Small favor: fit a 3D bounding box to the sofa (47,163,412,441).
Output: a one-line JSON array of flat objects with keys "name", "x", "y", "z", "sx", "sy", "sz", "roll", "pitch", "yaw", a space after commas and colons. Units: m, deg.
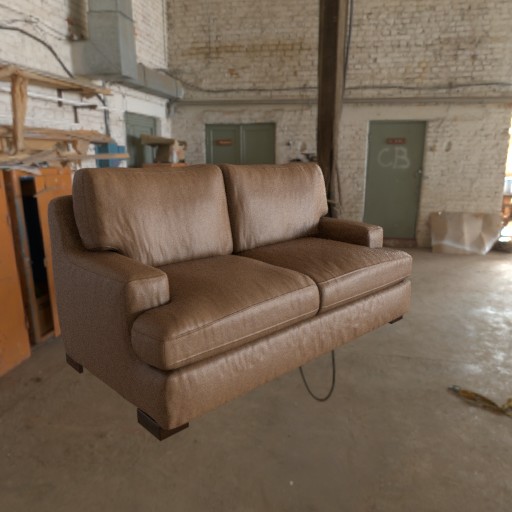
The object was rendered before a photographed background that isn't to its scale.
[{"name": "sofa", "x": 0.000, "y": 0.000, "z": 2.418, "sx": 1.855, "sy": 0.980, "sz": 0.962, "roll": -12, "pitch": 18, "yaw": -43}]
